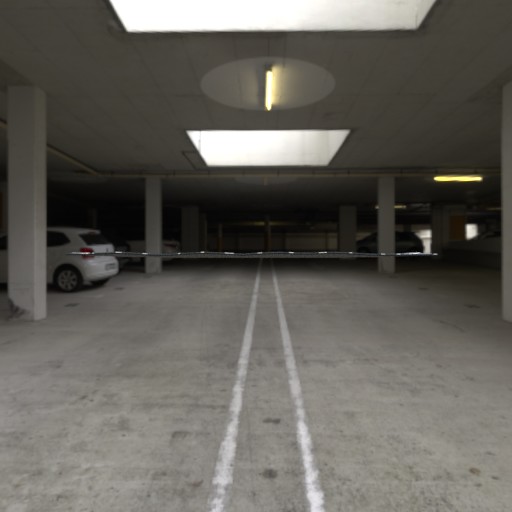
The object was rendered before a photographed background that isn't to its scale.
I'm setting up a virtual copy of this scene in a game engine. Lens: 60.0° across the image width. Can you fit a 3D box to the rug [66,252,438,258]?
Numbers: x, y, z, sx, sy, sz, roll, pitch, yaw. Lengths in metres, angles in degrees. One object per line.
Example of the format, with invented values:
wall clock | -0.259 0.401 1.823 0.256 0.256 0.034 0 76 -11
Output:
rug | 0.000 0.000 3.035 1.529 0.017 2.448 0 0 1
